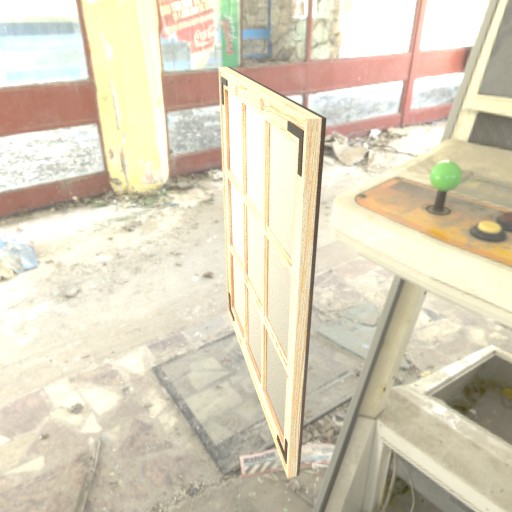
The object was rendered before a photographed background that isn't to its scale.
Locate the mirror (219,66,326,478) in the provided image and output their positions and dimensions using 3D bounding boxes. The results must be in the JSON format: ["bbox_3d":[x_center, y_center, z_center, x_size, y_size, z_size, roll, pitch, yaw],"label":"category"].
[{"bbox_3d":[0.000,0.000,1.211,0.032,0.882,0.730,-7,30,-13],"label":"mirror"}]
